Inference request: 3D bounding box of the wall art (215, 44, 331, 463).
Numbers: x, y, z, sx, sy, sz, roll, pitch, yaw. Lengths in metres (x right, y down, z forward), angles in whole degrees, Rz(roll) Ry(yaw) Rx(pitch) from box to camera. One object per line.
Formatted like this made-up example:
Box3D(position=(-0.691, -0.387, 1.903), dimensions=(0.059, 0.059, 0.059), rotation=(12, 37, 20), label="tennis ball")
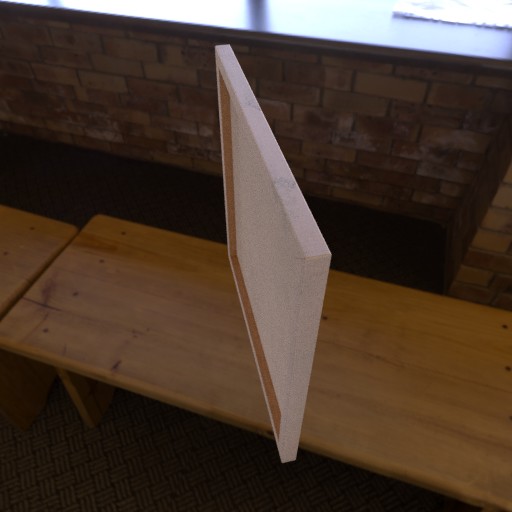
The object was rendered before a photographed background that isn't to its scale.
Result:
Box3D(position=(0.000, 0.000, 1.131), dimensions=(0.038, 0.762, 0.762), rotation=(-9, 47, -9), label="wall art")
